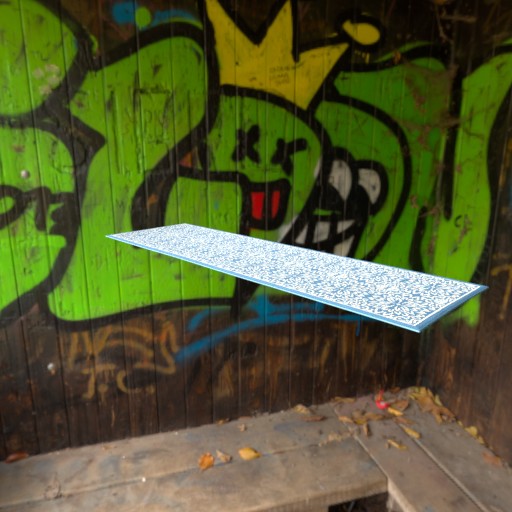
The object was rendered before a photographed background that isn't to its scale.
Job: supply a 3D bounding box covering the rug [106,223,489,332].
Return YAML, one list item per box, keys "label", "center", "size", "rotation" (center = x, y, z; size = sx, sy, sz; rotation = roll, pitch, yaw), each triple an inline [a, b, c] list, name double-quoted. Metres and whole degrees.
- label: "rug"
  center: [0.000, 0.000, 2.443]
  size: [0.662, 0.011, 2.196]
  rotation: [-14, 20, -43]
